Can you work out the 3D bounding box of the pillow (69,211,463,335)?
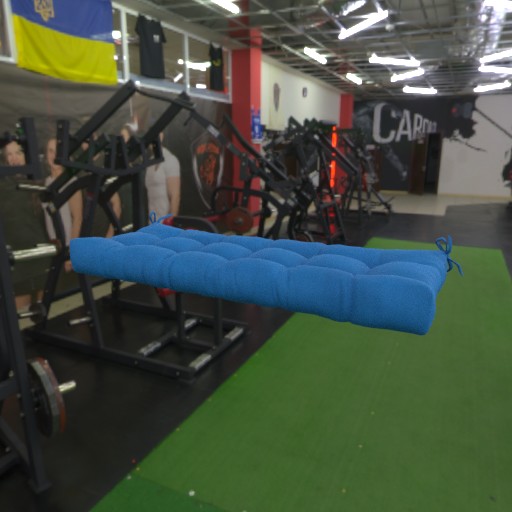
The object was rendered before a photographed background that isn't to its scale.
[{"bbox_3d":[0.000,0.000,1.411,1.194,0.174,0.511,7,16,26],"label":"pillow"}]
